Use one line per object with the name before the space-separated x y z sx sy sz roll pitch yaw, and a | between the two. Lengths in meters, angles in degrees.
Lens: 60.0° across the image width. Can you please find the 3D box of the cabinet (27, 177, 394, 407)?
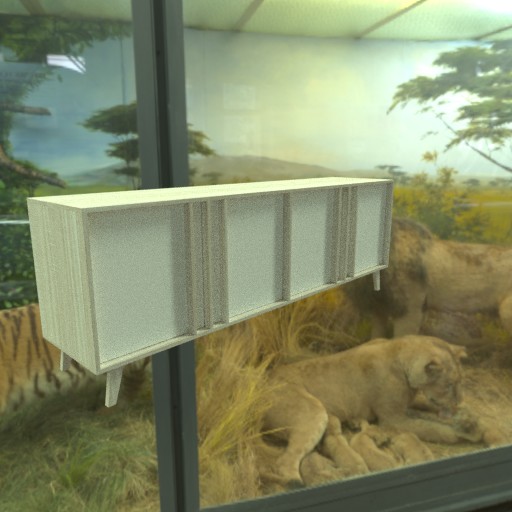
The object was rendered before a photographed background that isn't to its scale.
cabinet | 0.000 0.000 2.514 0.500 0.780 2.200 12 18 43
